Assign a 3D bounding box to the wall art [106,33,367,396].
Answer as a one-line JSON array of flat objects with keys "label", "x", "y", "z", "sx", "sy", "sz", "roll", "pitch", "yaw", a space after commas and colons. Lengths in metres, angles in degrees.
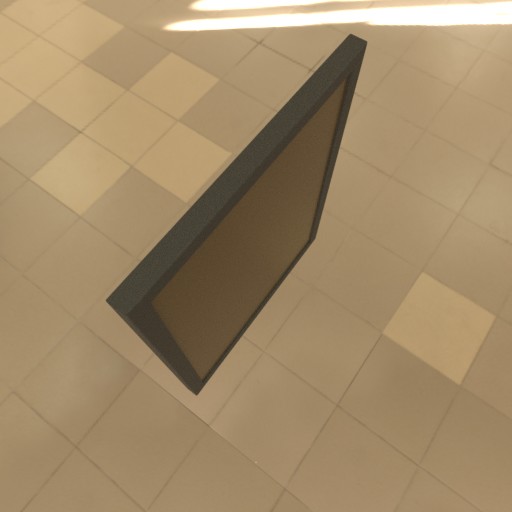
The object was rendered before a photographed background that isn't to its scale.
[{"label": "wall art", "x": 0.000, "y": 0.000, "z": 0.753, "sx": 0.028, "sy": 0.558, "sz": 0.457, "roll": 33, "pitch": 69, "yaw": 14}]
